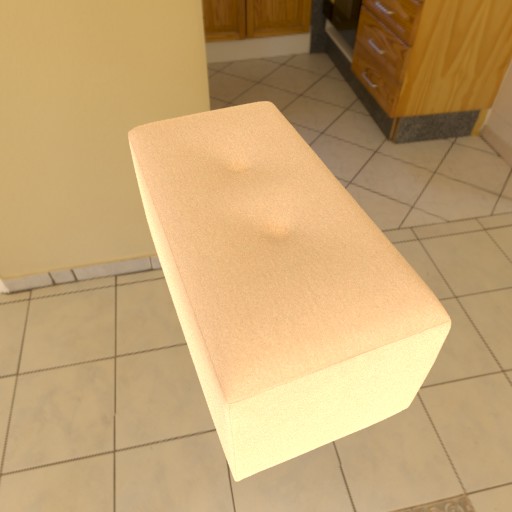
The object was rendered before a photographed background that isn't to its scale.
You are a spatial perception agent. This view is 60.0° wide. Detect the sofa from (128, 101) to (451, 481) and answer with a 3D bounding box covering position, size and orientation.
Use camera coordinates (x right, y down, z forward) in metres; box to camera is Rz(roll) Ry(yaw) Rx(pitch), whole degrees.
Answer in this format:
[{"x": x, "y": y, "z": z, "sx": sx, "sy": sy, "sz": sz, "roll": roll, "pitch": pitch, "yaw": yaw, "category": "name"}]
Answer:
[{"x": 0.000, "y": 0.000, "z": 1.204, "sx": 0.480, "sy": 0.470, "sz": 0.930, "roll": -16, "pitch": 49, "yaw": -14, "category": "sofa"}]
